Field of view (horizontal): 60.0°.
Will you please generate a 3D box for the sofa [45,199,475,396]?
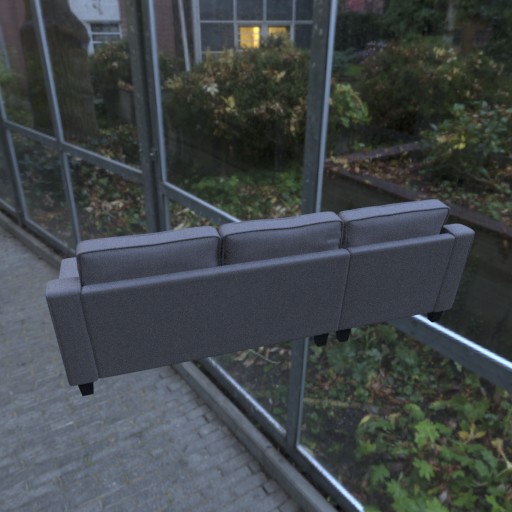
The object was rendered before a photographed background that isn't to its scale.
[{"bbox_3d":[0.000,0.000,3.161,2.561,0.928,1.294,-8,27,-16],"label":"sofa"}]
